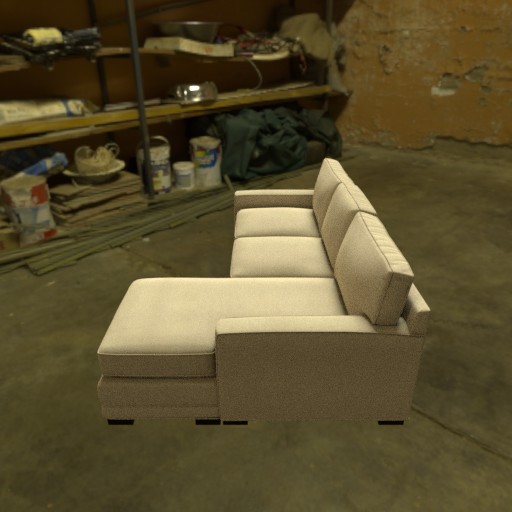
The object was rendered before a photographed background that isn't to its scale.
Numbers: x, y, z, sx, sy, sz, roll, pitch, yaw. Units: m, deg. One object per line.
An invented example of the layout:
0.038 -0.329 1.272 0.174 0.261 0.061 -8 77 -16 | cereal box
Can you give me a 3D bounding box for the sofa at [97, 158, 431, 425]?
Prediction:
0.000 0.000 2.921 1.496 0.861 2.087 0 26 0 | sofa
